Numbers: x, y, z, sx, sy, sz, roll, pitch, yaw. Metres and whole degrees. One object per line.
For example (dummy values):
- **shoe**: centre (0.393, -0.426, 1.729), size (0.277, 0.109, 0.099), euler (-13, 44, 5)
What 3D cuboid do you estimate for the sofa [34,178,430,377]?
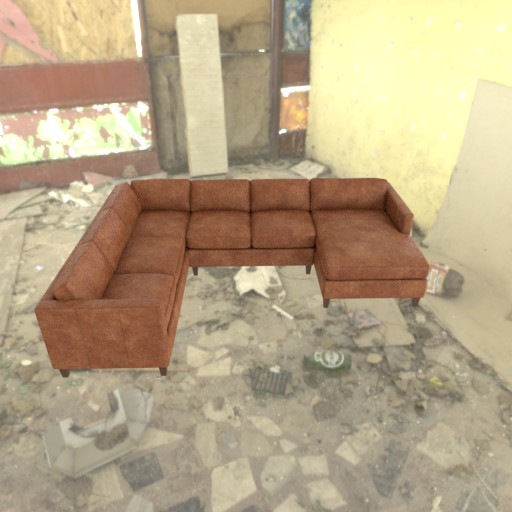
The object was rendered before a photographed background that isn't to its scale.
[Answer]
- **sofa**: centre (0.000, 0.000, 4.474), size (3.324, 0.888, 2.452), euler (-1, 31, -1)
